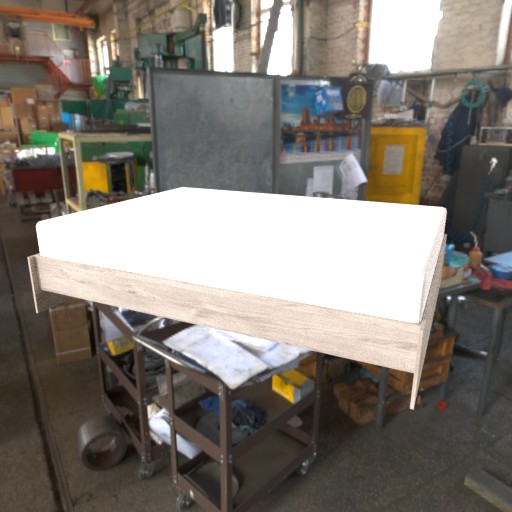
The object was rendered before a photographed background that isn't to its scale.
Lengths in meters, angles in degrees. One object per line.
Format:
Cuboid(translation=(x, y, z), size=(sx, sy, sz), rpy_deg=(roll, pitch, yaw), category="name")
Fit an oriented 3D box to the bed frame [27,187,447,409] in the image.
Cuboid(translation=(0.000, 0.000, 2.551), size=(1.945, 0.497, 1.445), rpy_deg=(8, 19, 24), category="bed frame")
